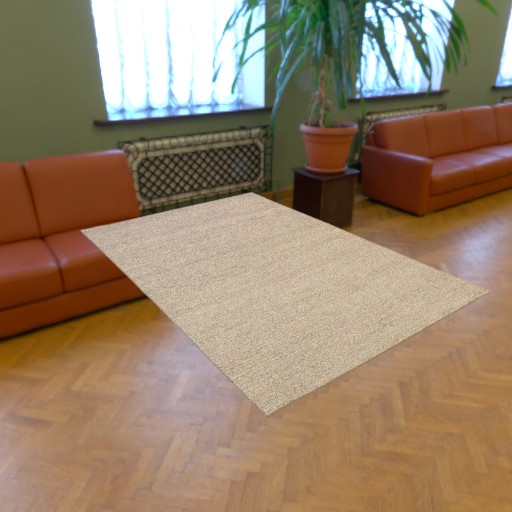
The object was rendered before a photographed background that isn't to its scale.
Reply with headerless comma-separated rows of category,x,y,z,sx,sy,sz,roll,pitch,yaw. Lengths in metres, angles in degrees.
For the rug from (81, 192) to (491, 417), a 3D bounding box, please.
rug,0.000,0.000,2.943,1.609,0.030,2.342,-17,30,-32
